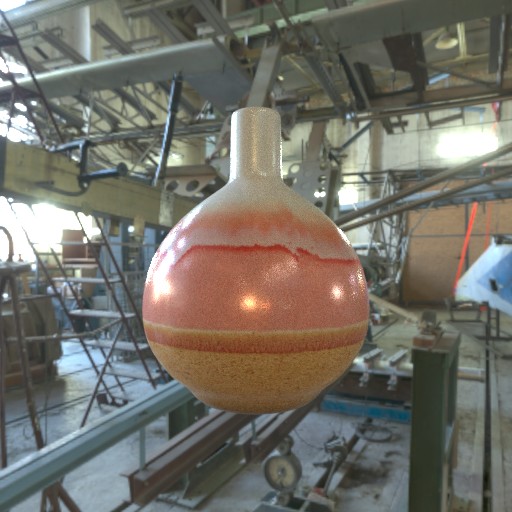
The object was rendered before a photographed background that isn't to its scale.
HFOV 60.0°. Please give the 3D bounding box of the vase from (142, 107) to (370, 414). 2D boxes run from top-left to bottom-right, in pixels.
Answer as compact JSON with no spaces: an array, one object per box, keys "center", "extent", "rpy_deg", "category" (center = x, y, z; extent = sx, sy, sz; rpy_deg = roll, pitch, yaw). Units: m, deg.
[{"center":[0.000,0.000,0.275],"extent":[0.137,0.176,0.137],"rpy_deg":[0,0,0],"category":"vase"}]
